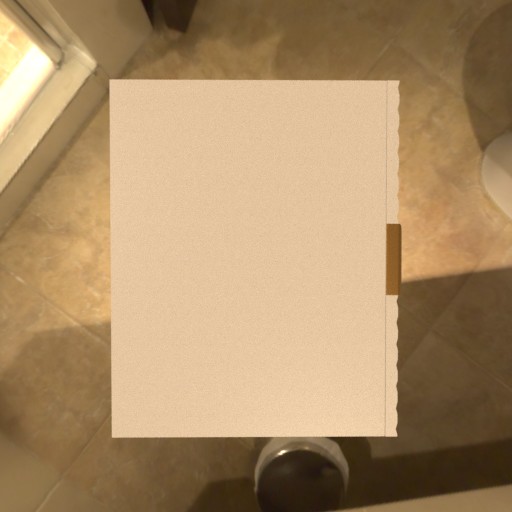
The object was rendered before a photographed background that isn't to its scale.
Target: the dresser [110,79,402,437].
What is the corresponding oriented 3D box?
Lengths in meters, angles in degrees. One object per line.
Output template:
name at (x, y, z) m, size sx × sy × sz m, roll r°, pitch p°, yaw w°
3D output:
dresser at (0.000, 0.000, 0.907) m, size 0.414 × 0.568 × 0.503 m, roll 0°, pitch 91°, yaw -1°
